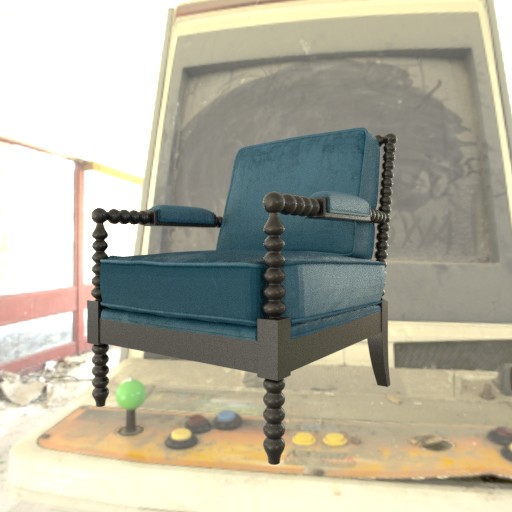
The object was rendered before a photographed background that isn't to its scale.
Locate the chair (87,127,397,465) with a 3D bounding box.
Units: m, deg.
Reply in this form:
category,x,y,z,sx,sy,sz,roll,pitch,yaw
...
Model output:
category,x,y,z,sx,sy,sz,roll,pitch,yaw
chair,0.000,0.000,1.389,0.688,0.857,0.805,0,1,35
